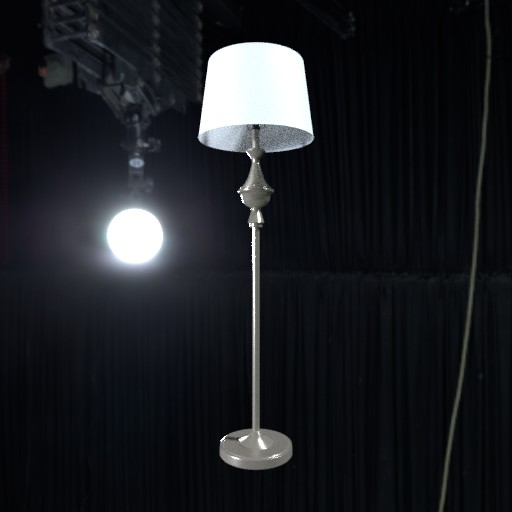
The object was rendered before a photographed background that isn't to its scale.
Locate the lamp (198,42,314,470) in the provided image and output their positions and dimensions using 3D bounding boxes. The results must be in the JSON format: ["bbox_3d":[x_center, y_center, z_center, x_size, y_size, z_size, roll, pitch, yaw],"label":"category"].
[{"bbox_3d":[0.000,0.000,1.671,0.431,1.488,0.431,0,1,0],"label":"lamp"}]
